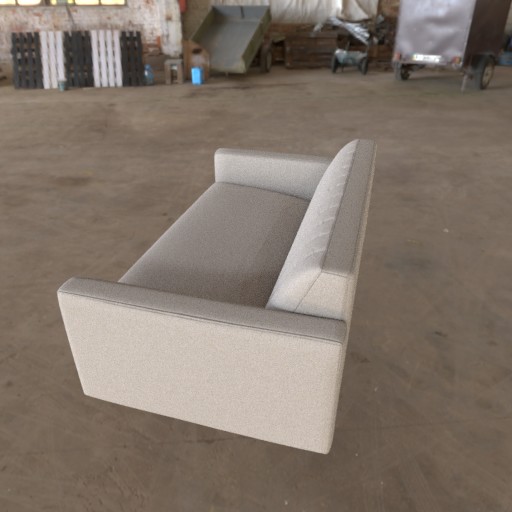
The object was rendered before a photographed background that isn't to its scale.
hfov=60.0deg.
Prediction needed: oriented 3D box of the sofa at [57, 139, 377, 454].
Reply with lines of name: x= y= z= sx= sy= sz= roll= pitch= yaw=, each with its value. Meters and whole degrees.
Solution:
sofa: x=0.000 y=0.000 z=2.083 sx=0.950 sy=0.801 sz=1.585 roll=8 pitch=32 yaw=14
